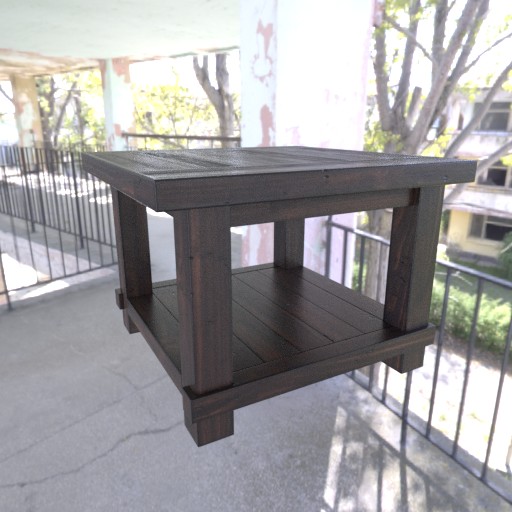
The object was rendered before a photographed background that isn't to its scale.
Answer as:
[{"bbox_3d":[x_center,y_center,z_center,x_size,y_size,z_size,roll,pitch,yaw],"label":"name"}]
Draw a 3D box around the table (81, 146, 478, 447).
[{"bbox_3d":[0.000,0.000,0.986,0.606,0.437,0.593,-9,19,-27],"label":"table"}]
